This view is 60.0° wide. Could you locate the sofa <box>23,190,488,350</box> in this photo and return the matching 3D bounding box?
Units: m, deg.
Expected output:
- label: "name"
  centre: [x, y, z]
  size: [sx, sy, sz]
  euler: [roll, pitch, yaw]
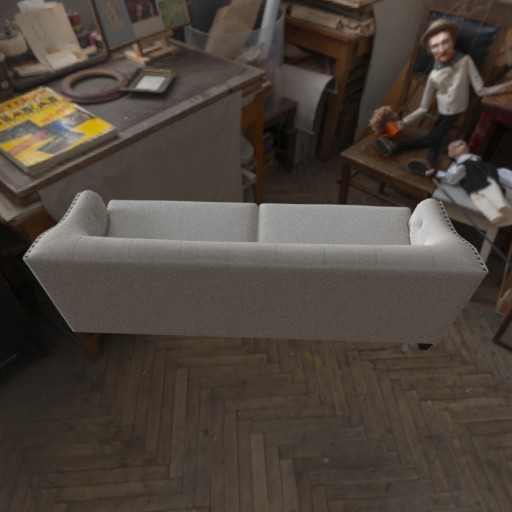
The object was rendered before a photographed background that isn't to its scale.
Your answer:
- label: "sofa"
  centre: [0.000, 0.000, 2.711]
  size: [2.235, 0.901, 0.914]
  euler: [2, 46, 2]
